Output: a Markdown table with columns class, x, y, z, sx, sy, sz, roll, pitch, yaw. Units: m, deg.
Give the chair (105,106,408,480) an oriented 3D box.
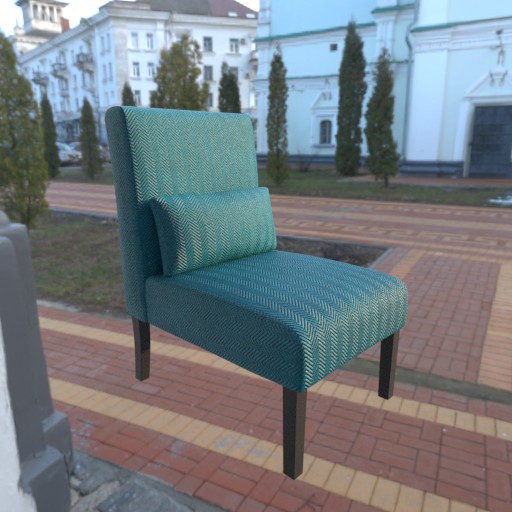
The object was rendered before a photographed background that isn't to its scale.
| class | x | y | z | sx | sy | sz | roll | pitch | yaw |
| --- | --- | --- | --- | --- | --- | --- | --- | --- | --- |
| chair | 0.000 | 0.000 | 1.430 | 0.808 | 0.927 | 0.579 | 13 | 19 | 42 |
